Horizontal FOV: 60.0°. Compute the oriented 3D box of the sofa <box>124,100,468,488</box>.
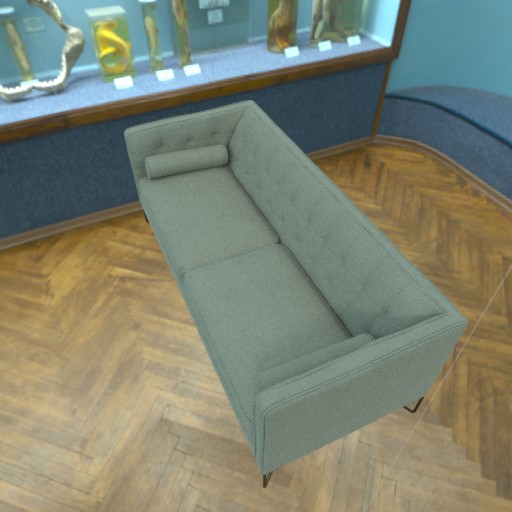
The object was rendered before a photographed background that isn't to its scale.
[{"bbox_3d":[0.000,0.000,2.528,0.912,0.798,2.079,-18,48,-17],"label":"sofa"}]
